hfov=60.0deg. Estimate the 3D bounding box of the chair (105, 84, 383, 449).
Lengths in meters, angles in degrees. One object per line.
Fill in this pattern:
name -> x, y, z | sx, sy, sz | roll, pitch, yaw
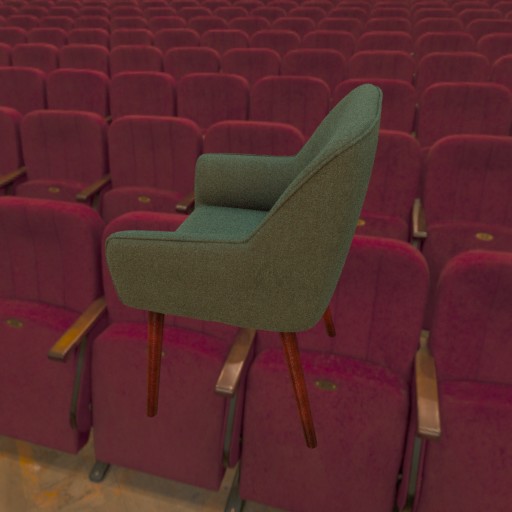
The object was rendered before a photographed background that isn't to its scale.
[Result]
chair -> 0.000, 0.000, 1.140 | 0.519, 0.803, 0.543 | 8, 33, 13
